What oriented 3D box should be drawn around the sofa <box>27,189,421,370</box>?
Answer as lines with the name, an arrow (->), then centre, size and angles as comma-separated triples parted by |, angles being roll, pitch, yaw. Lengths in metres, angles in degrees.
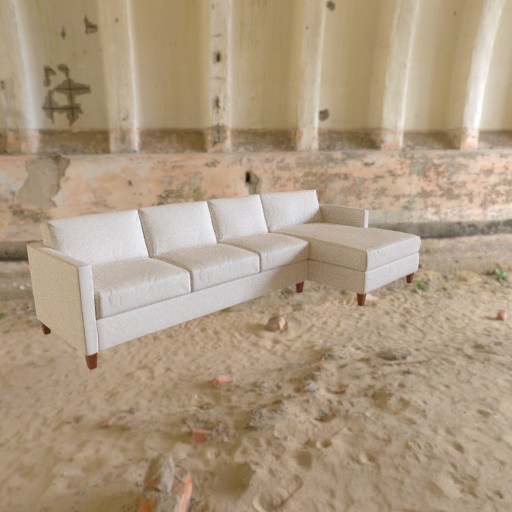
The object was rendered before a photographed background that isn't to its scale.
sofa -> 0.000, 0.000, 4.117 | 1.606, 0.954, 3.471 | 14, 20, 43
